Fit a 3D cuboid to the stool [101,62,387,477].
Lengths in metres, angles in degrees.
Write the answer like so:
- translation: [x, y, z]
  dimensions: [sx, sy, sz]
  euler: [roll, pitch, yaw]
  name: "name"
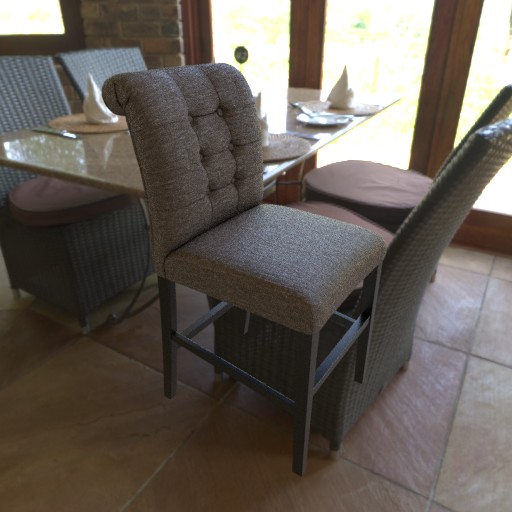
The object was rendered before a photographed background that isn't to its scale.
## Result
- translation: [0.000, 0.000, 1.260]
  dimensions: [0.611, 0.970, 0.457]
  euler: [18, 33, 30]
  name: "stool"
